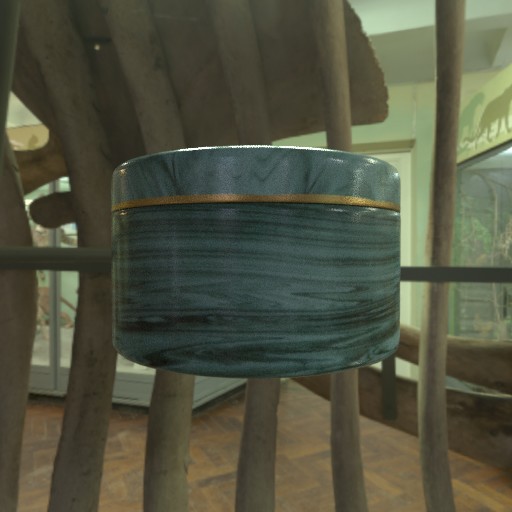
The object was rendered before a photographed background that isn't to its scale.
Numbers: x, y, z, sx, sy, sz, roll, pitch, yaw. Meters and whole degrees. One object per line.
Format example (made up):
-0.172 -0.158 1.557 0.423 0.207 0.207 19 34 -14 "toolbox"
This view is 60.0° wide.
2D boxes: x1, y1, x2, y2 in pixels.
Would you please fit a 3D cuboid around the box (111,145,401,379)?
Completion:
0.000 0.000 0.164 0.101 0.063 0.101 0 1 0 "box"
